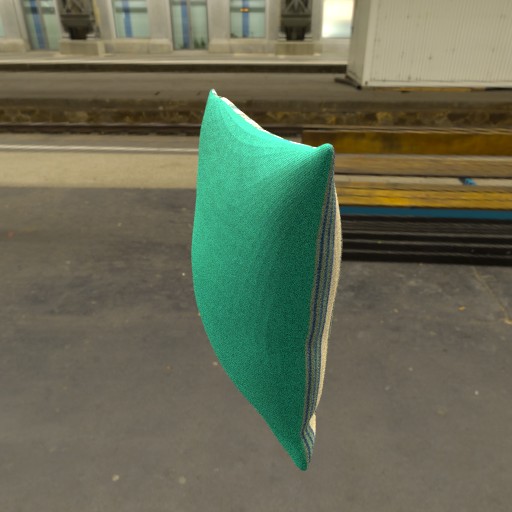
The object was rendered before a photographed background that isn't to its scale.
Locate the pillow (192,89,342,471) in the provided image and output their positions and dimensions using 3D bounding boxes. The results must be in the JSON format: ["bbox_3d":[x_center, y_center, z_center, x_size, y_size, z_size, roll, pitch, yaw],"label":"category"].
[{"bbox_3d":[0.000,0.000,0.678,0.182,0.441,0.440,-10,30,-17],"label":"pillow"}]
